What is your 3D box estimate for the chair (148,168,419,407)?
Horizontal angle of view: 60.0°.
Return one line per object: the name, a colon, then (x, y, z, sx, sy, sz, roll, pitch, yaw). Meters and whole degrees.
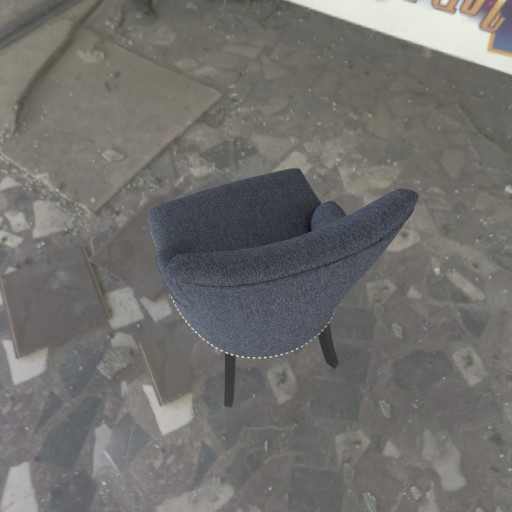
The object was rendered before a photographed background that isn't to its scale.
chair: (0.000, 0.000, 1.319, 0.566, 0.909, 0.629, -17, 60, -10)
